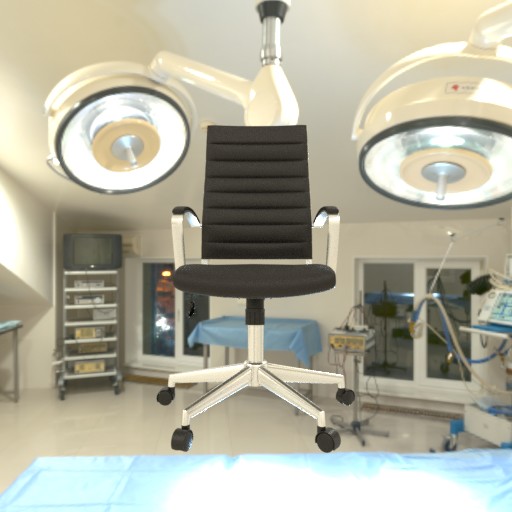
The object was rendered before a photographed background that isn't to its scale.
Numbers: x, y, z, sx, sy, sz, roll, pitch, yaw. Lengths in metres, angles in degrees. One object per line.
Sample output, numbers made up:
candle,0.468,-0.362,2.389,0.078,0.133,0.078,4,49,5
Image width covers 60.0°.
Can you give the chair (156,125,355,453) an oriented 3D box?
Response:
chair,0.000,0.000,1.641,0.766,1.149,0.739,0,0,1
